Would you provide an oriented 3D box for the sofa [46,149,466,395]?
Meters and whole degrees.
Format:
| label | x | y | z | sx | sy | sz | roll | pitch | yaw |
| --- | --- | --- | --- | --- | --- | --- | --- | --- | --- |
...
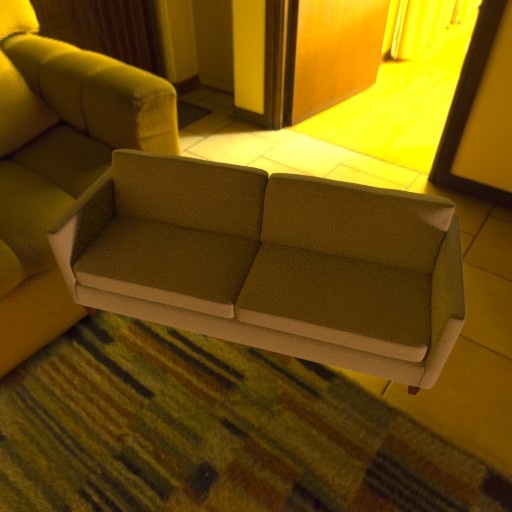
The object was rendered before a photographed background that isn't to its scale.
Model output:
| label | x | y | z | sx | sy | sz | roll | pitch | yaw |
| --- | --- | --- | --- | --- | --- | --- | --- | --- | --- |
| sofa | 0.000 | 0.000 | 2.918 | 2.434 | 0.965 | 0.948 | 11 | 43 | 12 |
